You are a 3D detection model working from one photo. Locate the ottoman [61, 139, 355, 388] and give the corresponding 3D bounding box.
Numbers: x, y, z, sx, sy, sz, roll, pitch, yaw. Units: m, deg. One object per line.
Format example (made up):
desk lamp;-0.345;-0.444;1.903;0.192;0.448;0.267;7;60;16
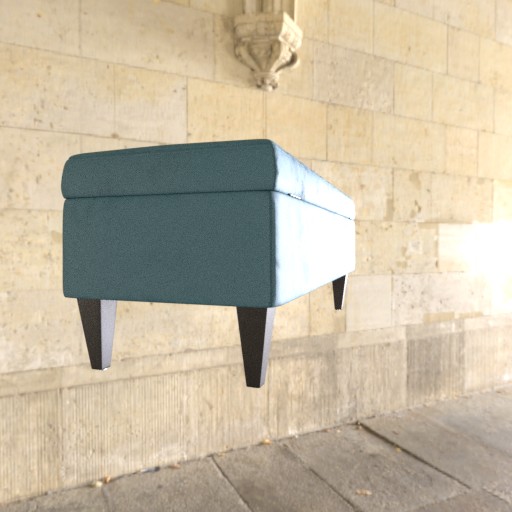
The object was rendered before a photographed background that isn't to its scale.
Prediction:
ottoman;0.000;0.000;1.384;0.482;0.469;1.151;1;2;19
